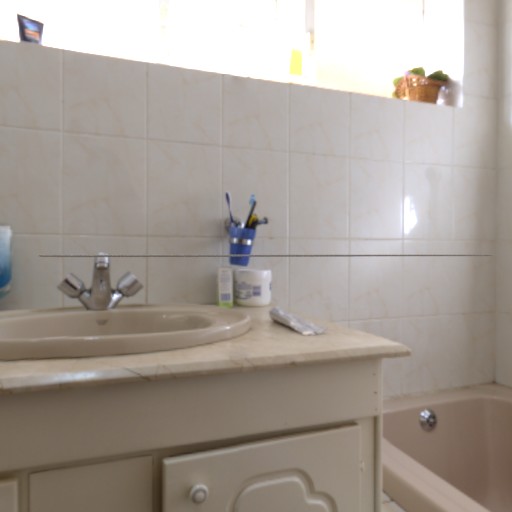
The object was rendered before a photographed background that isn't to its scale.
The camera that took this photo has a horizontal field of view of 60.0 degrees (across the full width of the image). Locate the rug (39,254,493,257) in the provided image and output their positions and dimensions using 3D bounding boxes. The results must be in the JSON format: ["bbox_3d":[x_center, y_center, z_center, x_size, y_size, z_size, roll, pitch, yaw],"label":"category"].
[{"bbox_3d":[0.000,0.000,2.155,1.749,0.015,1.141,0,0,-18],"label":"rug"}]
